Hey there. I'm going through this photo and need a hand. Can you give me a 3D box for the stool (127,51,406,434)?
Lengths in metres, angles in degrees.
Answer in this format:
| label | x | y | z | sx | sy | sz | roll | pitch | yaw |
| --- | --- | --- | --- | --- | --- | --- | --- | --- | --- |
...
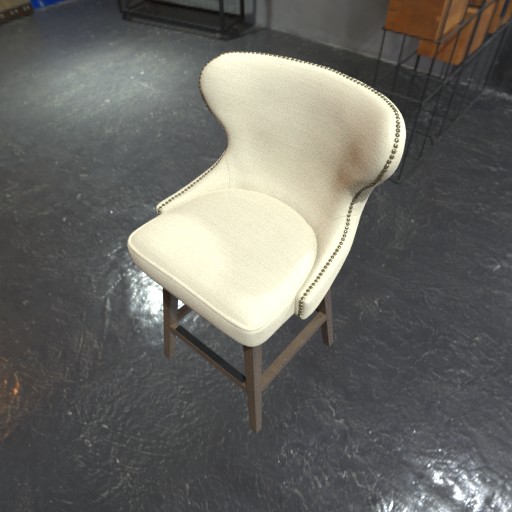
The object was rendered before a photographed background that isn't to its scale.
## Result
| label | x | y | z | sx | sy | sz | roll | pitch | yaw |
| --- | --- | --- | --- | --- | --- | --- | --- | --- | --- |
| stool | 0.000 | 0.000 | 1.345 | 0.615 | 0.972 | 0.597 | 32 | 54 | 26 |
